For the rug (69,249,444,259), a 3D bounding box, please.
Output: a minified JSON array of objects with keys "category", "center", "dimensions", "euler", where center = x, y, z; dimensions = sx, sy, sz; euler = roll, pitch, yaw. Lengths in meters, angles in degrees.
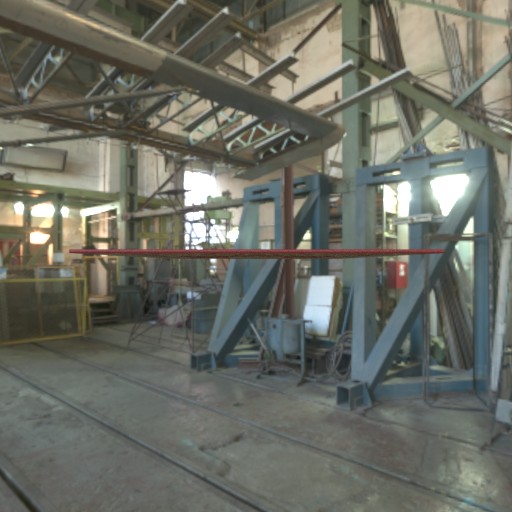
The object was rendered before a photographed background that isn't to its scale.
[{"category":"rug","center":[0.000,0.000,2.307],"dimensions":[1.194,0.013,1.802],"euler":[0,-1,0]}]
